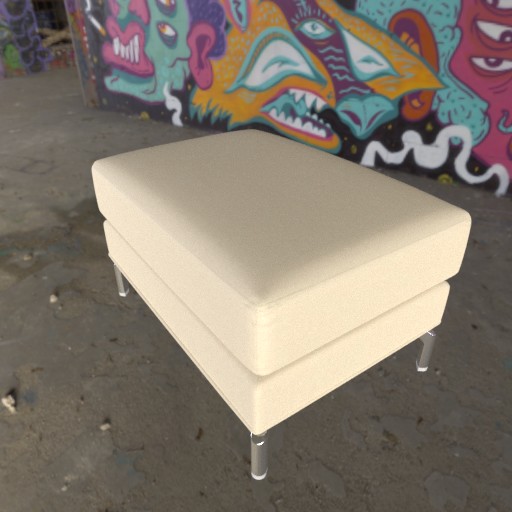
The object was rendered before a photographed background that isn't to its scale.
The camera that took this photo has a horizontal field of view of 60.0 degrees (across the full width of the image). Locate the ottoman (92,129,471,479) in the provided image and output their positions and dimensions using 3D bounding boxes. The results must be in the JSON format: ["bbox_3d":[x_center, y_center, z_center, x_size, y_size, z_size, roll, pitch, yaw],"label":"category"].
[{"bbox_3d":[0.000,0.000,1.199,0.581,0.497,0.835,-20,37,-29],"label":"ottoman"}]
